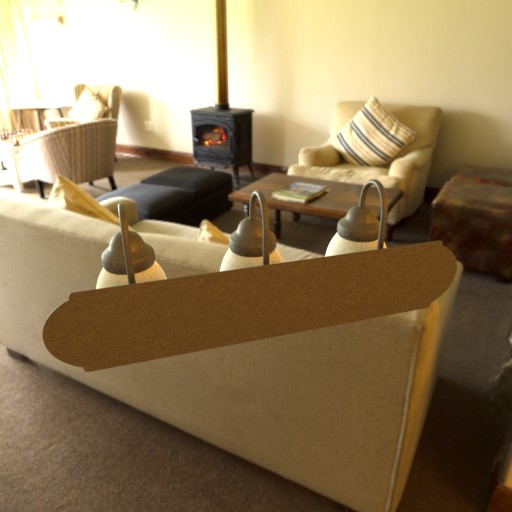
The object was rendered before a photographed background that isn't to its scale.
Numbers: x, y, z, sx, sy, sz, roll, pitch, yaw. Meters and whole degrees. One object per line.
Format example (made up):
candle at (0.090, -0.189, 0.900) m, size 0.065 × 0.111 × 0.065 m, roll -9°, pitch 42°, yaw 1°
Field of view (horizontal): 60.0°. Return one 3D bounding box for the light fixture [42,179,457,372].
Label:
light fixture at (0.000, 0.000, 0.701) m, size 0.610 × 0.222 × 0.199 m, roll -8°, pitch 26°, yaw -16°
